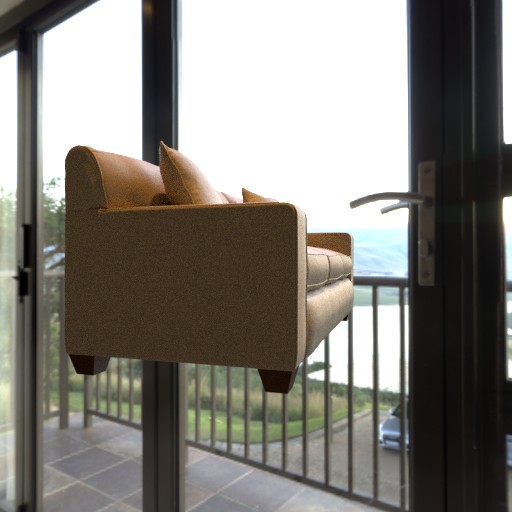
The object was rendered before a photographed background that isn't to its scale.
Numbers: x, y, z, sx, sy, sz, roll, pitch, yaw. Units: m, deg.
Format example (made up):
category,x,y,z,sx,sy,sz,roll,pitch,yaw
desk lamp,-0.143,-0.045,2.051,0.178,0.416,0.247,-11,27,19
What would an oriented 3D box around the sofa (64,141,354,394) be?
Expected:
category,x,y,z,sx,sy,sz,roll,pitch,yaw
sofa,0.000,0.000,2.572,0.997,0.958,2.024,0,0,18
